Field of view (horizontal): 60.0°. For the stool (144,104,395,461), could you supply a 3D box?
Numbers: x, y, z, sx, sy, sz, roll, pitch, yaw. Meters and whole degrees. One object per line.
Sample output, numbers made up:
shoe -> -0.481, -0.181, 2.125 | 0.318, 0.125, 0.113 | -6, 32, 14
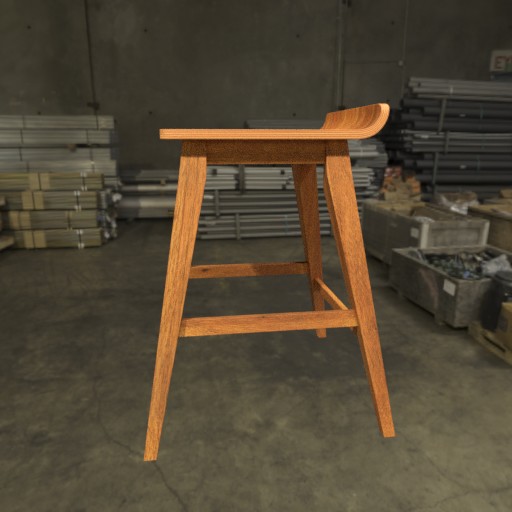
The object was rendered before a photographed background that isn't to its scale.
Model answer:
stool -> 0.000, 0.000, 1.026 | 0.500, 0.650, 0.500 | -2, 15, -8
